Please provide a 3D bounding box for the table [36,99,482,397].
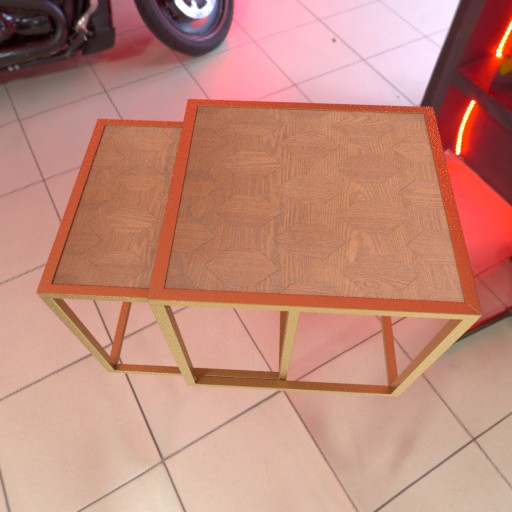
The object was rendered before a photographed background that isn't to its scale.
[{"bbox_3d":[0.000,0.000,1.072,0.762,0.505,0.505,2,58,1],"label":"table"}]
